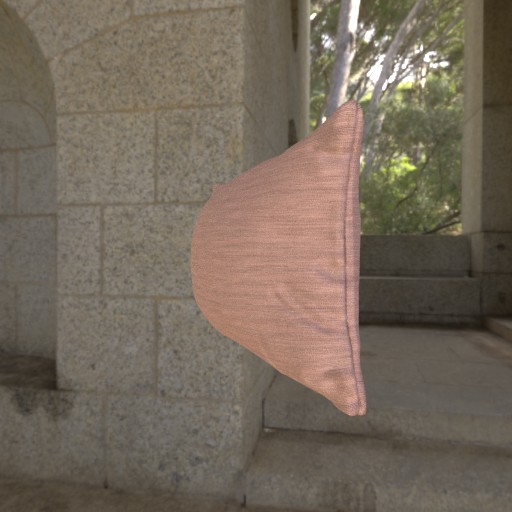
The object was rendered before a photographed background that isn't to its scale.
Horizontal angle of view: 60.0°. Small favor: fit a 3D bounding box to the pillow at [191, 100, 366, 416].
[{"bbox_3d":[0.000,0.000,0.762,0.210,0.338,0.633,0,1,-18],"label":"pillow"}]
